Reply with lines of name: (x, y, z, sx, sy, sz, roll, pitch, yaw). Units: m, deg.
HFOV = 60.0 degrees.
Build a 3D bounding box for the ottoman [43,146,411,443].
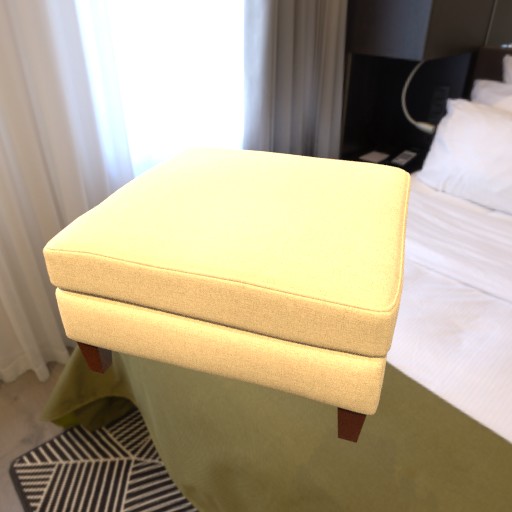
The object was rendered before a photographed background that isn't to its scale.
ottoman: (0.000, 0.000, 1.361, 0.838, 0.478, 0.838, 10, 32, 16)
